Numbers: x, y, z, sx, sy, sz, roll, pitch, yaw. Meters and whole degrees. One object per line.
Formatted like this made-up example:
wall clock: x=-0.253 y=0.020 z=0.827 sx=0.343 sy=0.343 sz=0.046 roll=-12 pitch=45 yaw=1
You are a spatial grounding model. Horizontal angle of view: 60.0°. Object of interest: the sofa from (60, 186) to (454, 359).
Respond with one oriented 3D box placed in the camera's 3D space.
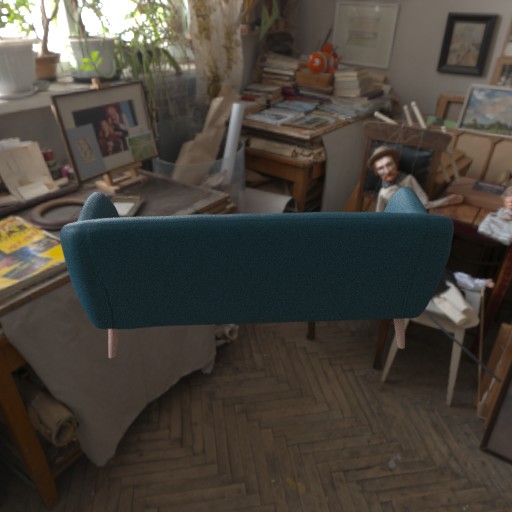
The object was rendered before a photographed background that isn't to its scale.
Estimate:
sofa: x=0.000 y=0.000 z=2.313 sx=1.840 sy=0.836 sz=0.820 roll=-1 pitch=31 yaw=-2
